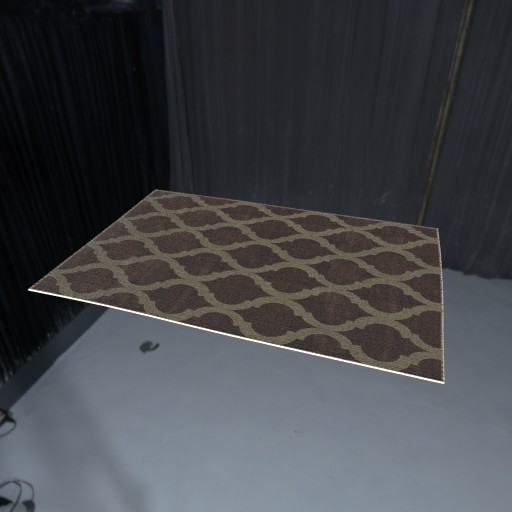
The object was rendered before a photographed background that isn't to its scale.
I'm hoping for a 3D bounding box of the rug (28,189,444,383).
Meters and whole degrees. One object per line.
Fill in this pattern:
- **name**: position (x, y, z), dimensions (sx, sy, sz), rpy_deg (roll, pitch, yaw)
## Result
- **rug**: position (0.000, 0.000, 2.880), dimensions (2.284, 0.008, 1.522), rpy_deg (10, 33, 15)
